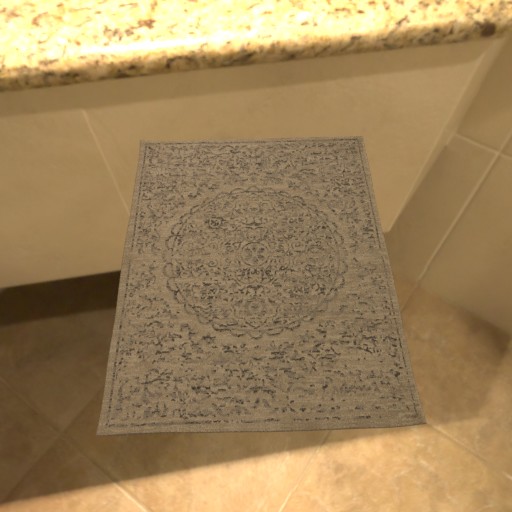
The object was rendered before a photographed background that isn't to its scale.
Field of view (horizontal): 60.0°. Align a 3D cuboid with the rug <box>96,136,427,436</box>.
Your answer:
[{"bbox_3d":[0.000,0.000,3.901,2.343,0.026,2.925,-1,58,-1],"label":"rug"}]
